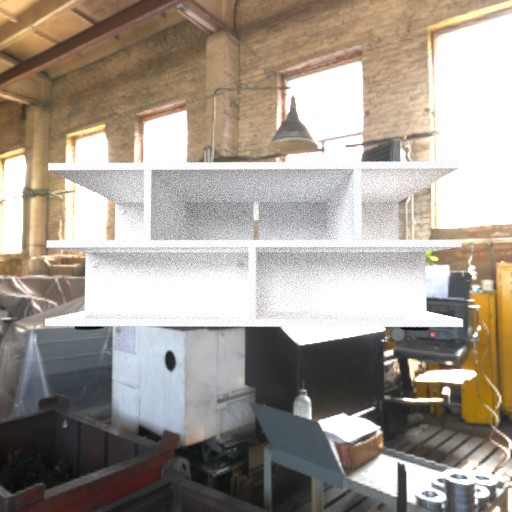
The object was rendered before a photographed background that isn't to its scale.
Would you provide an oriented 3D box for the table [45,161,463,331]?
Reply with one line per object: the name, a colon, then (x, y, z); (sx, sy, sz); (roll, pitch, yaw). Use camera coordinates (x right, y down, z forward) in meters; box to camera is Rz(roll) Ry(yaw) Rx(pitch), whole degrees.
table: (0.000, 0.000, 1.096); (0.700, 0.289, 0.700); (0, -2, 1)
